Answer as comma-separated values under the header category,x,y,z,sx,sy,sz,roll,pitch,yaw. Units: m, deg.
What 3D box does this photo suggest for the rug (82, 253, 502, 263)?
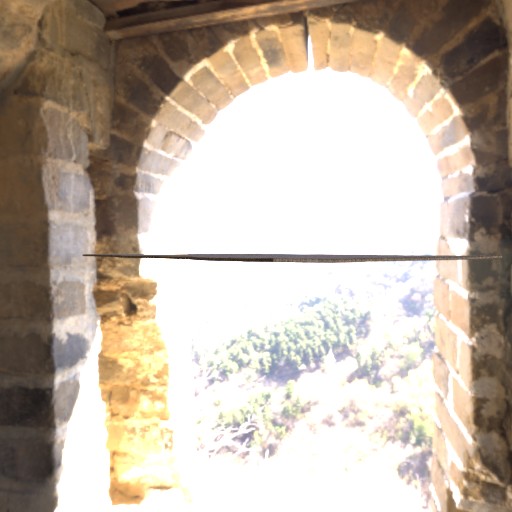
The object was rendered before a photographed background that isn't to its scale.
category,x,y,z,sx,sy,sz,roll,pitch,yaw
rug,0.000,0.000,2.225,1.211,0.018,1.822,-1,1,-36
